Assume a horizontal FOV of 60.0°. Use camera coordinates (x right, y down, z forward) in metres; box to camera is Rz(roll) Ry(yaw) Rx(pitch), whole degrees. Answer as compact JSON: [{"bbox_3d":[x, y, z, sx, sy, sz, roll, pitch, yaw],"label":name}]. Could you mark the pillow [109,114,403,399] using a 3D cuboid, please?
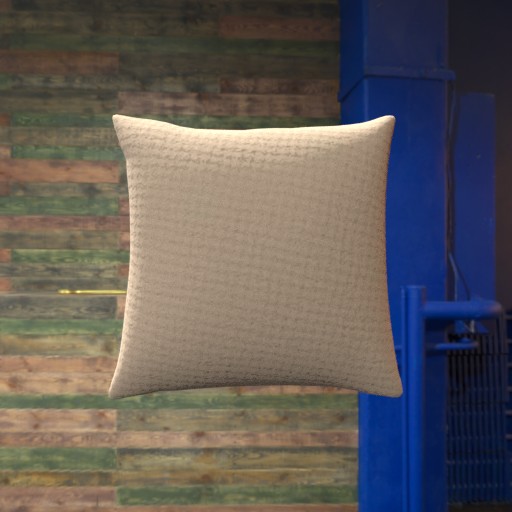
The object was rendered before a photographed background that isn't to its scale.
[{"bbox_3d":[0.000,0.000,0.639,0.419,0.407,0.173,0,-1,0],"label":"pillow"}]
